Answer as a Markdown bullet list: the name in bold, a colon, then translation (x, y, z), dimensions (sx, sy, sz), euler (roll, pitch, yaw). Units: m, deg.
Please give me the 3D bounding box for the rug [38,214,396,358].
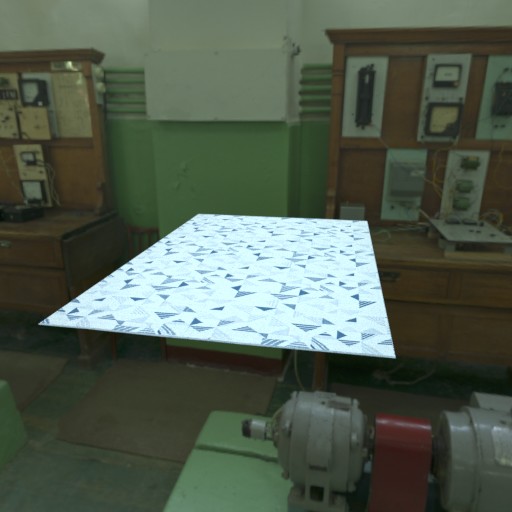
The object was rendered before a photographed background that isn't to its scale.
- **rug**: translation (0.000, 0.000, 2.296), dimensions (1.206, 0.003, 1.835), euler (3, 18, 10)
